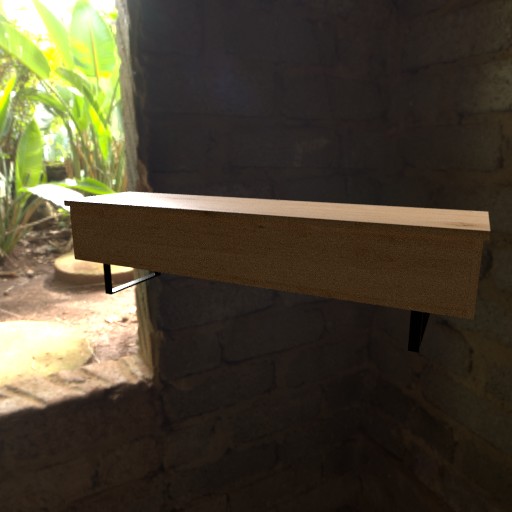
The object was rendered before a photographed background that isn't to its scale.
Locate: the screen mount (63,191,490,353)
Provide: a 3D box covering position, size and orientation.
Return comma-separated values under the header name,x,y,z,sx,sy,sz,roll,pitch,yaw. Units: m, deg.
name,x,y,z,sx,sy,sz,roll,pitch,yaw
screen mount,0.000,0.000,1.865,1.700,0.430,0.450,7,15,25
